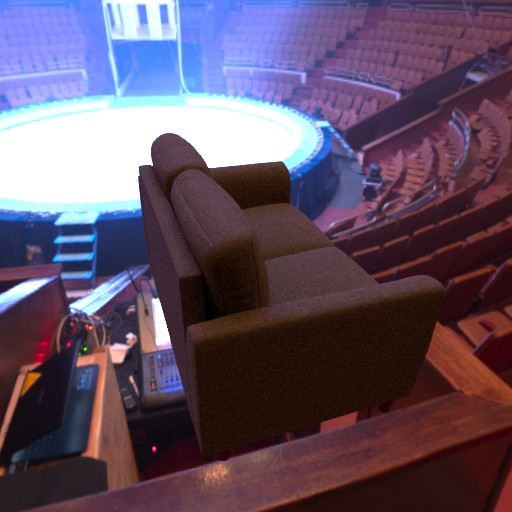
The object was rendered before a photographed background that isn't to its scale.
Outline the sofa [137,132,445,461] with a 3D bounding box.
[{"bbox_3d":[0.000,0.000,1.975,0.851,0.885,1.423,-10,31,-17],"label":"sofa"}]
